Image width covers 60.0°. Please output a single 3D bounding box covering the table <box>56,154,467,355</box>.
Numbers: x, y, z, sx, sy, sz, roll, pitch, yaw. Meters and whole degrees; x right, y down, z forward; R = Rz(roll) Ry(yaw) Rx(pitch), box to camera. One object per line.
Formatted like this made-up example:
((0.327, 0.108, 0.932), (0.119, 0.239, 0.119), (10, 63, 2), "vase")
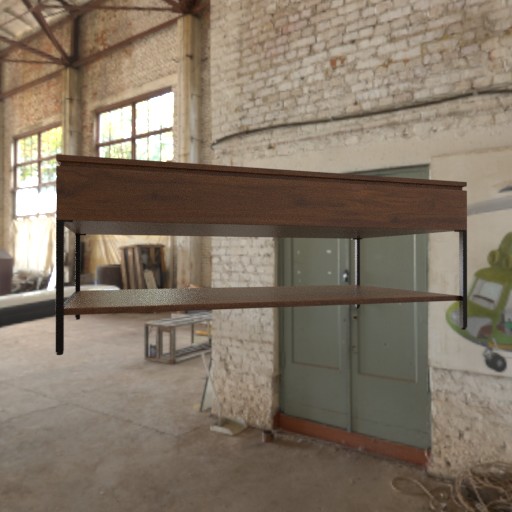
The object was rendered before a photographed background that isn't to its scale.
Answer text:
((0.000, 0.000, 1.349), (1.057, 0.414, 0.574), (0, 0, -18), "table")
